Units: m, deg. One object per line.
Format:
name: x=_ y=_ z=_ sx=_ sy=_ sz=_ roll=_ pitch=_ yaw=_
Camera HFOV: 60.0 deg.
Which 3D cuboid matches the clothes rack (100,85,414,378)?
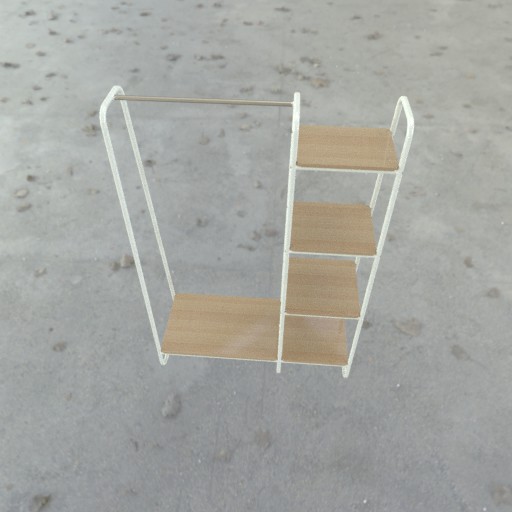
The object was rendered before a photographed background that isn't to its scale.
clothes rack: x=0.000 y=0.000 z=2.008 sx=1.011 sy=1.500 sz=0.400 roll=3 pitch=47 yaw=3
